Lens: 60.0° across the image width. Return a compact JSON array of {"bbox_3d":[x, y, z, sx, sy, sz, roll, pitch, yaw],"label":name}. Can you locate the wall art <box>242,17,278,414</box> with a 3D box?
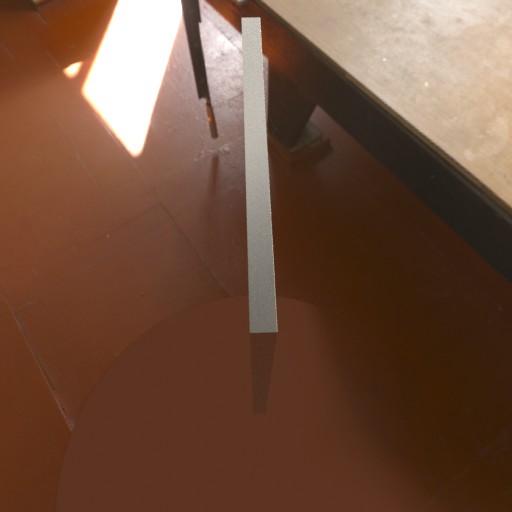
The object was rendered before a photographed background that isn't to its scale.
[{"bbox_3d":[0.000,0.000,0.761,0.025,0.569,0.444,-2,63,-1],"label":"wall art"}]
